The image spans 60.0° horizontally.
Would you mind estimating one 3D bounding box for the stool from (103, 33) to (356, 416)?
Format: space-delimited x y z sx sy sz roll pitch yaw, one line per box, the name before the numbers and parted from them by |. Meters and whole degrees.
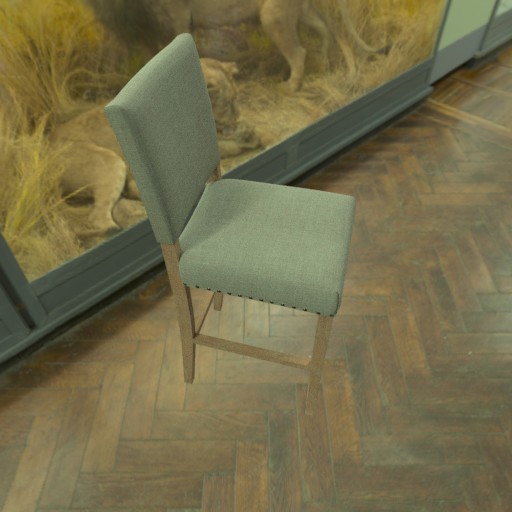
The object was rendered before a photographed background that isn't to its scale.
stool | 0.000 0.000 1.461 0.585 1.203 0.445 10 47 10
